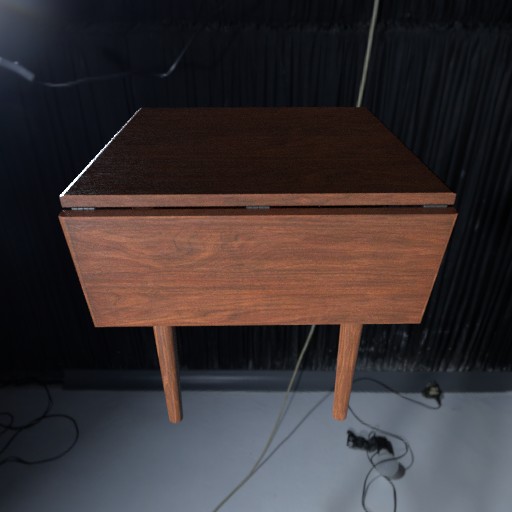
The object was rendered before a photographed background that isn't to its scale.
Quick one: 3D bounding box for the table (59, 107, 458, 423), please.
[{"bbox_3d":[0.000,0.000,1.437,0.812,0.763,0.843,0,31,-1],"label":"table"}]
